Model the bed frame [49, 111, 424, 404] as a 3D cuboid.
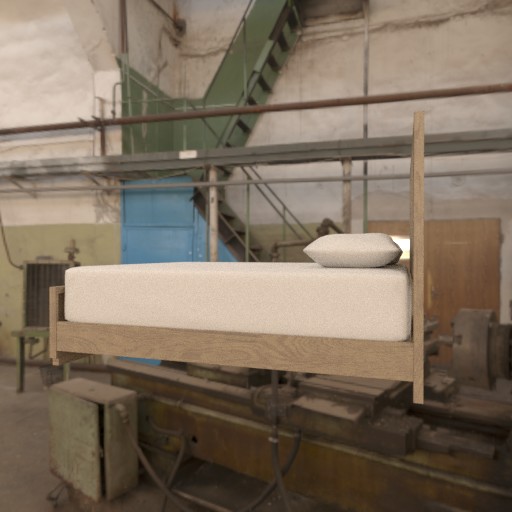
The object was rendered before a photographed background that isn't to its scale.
[{"bbox_3d":[0.000,0.000,3.179,2.189,1.369,1.606,0,0,18],"label":"bed frame"}]
